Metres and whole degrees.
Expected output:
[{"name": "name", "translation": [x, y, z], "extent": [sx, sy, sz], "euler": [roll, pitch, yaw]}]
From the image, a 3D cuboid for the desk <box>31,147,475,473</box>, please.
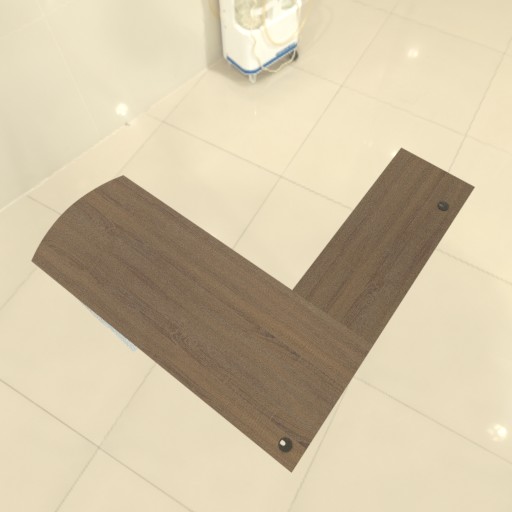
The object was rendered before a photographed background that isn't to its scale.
[{"name": "desk", "translation": [0.000, 0.000, 2.131], "extent": [1.303, 0.716, 1.361], "euler": [34, 69, 15]}]
